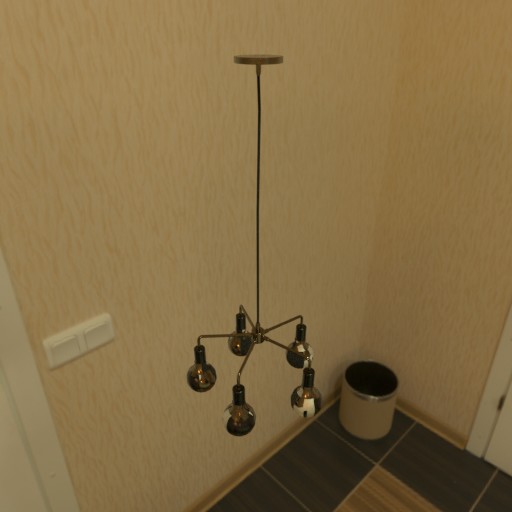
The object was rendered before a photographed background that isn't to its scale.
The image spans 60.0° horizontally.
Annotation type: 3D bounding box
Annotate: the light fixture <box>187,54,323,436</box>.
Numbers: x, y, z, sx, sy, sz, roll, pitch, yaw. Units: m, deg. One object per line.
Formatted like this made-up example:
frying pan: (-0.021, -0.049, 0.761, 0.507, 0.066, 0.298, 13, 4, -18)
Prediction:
light fixture: (0.000, 0.000, 1.202, 0.438, 0.988, 0.421, 8, 29, 15)
